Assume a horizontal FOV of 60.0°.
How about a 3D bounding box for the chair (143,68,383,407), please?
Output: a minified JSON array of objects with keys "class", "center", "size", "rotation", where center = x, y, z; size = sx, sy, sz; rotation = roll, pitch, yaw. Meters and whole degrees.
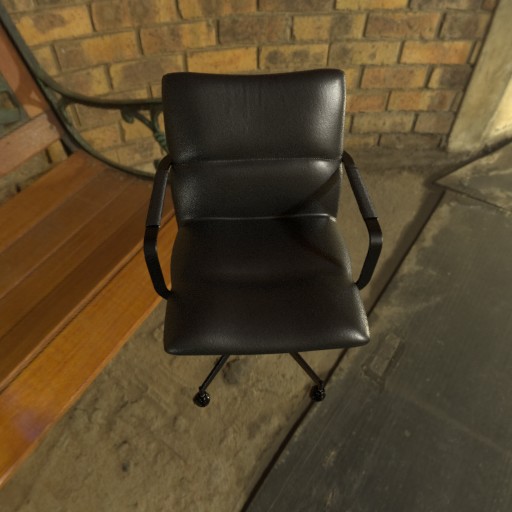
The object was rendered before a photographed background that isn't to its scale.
[{"class":"chair","center":[0.000,0.000,1.453],"size":[0.719,0.922,0.748],"rotation":[-2,47,-2]}]
